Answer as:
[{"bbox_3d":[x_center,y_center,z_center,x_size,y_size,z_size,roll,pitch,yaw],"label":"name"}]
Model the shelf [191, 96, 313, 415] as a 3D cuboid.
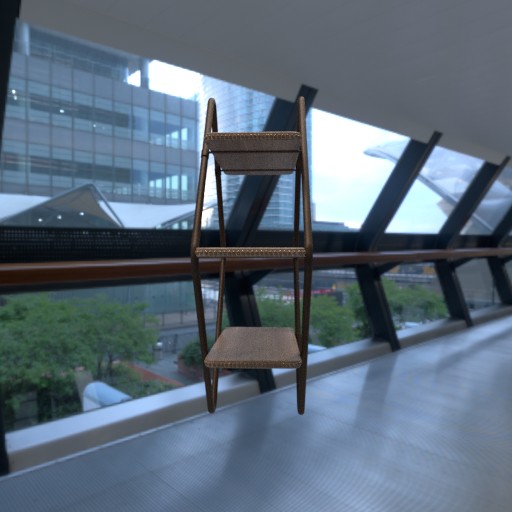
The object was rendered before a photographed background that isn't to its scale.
[{"bbox_3d":[0.000,0.000,1.079,0.234,0.774,0.609,0,0,2],"label":"shelf"}]
